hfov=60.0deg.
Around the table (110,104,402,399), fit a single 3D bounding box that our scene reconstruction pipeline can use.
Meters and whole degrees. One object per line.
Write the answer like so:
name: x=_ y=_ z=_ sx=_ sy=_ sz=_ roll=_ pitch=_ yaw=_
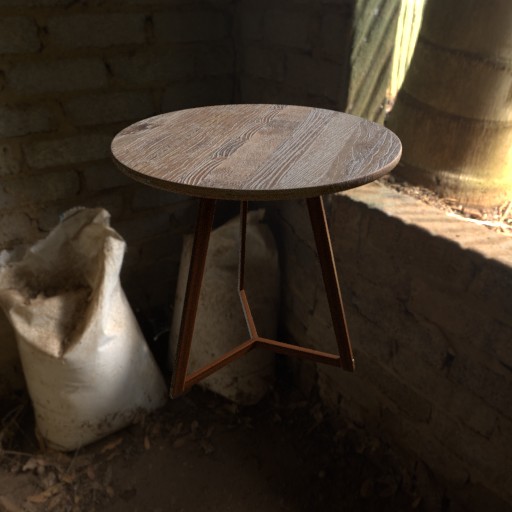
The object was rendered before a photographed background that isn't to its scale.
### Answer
table: x=0.000 y=0.000 z=0.916 sx=0.500 sy=0.500 sz=0.500 roll=0 pitch=31 yaw=0
